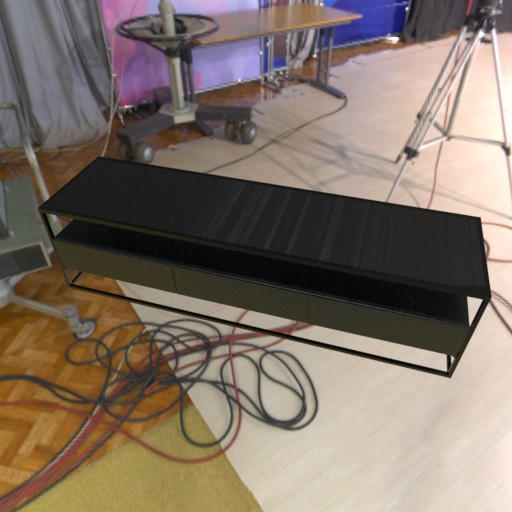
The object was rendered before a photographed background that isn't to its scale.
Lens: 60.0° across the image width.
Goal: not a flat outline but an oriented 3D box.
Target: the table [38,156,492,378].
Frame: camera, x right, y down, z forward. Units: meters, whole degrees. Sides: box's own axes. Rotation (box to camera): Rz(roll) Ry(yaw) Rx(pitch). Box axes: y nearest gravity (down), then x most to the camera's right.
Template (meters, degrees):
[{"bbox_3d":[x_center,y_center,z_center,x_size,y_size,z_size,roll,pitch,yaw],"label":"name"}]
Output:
[{"bbox_3d":[0.000,0.000,1.664,1.486,0.395,0.399,11,42,13],"label":"table"}]
